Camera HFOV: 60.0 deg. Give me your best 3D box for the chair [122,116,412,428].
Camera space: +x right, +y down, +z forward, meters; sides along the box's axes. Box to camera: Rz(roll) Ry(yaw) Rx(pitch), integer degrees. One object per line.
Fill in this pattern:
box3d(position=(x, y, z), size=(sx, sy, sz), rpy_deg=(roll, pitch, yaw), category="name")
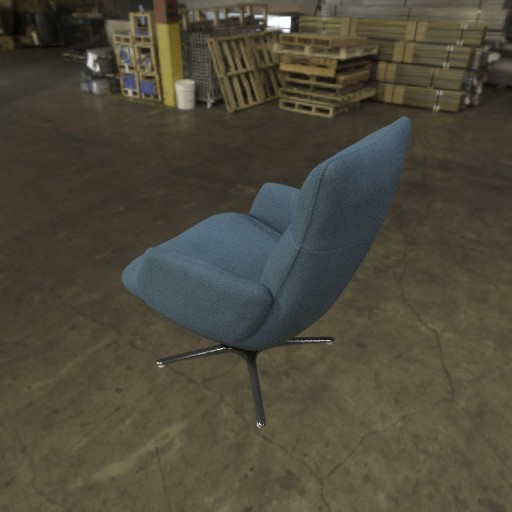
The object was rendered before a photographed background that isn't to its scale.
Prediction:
box3d(position=(0.000, 0.000, 1.621), size=(0.889, 1.016, 0.711), rpy_deg=(20, 37, 30), category="chair")
